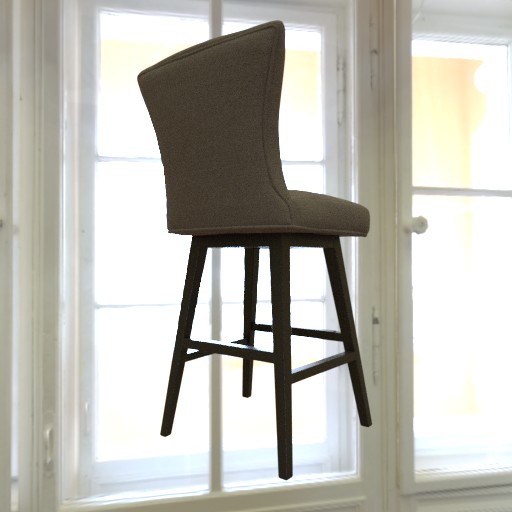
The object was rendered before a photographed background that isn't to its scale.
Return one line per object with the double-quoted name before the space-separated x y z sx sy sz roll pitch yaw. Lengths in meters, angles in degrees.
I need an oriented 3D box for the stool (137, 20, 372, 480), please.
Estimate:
"stool" 0.000 0.000 1.347 0.514 1.086 0.574 0 0 37
